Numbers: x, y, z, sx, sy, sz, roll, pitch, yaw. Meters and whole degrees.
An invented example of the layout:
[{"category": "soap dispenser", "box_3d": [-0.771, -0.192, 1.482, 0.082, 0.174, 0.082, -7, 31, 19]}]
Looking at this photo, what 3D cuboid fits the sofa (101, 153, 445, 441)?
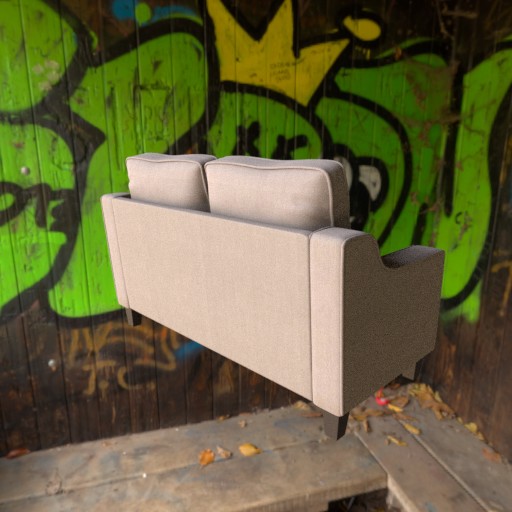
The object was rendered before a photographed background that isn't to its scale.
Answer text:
[{"category": "sofa", "box_3d": [0.000, 0.000, 2.111, 0.791, 0.948, 1.500, -14, 20, -43]}]
